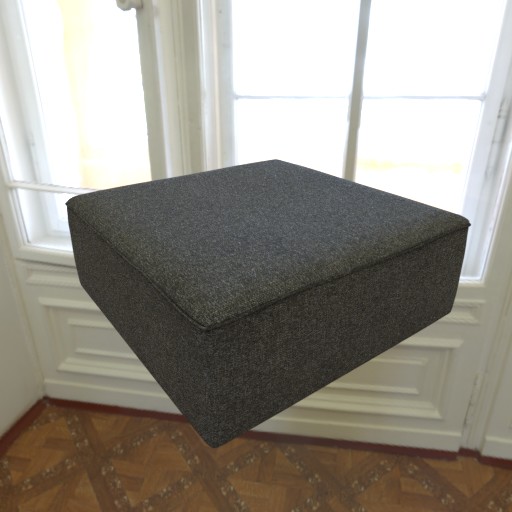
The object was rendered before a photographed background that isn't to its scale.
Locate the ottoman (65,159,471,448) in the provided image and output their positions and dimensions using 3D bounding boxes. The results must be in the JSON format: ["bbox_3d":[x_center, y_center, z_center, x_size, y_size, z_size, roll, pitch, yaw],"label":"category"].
[{"bbox_3d":[0.000,0.000,1.583,1.021,0.423,1.017,-18,31,-32],"label":"ottoman"}]
